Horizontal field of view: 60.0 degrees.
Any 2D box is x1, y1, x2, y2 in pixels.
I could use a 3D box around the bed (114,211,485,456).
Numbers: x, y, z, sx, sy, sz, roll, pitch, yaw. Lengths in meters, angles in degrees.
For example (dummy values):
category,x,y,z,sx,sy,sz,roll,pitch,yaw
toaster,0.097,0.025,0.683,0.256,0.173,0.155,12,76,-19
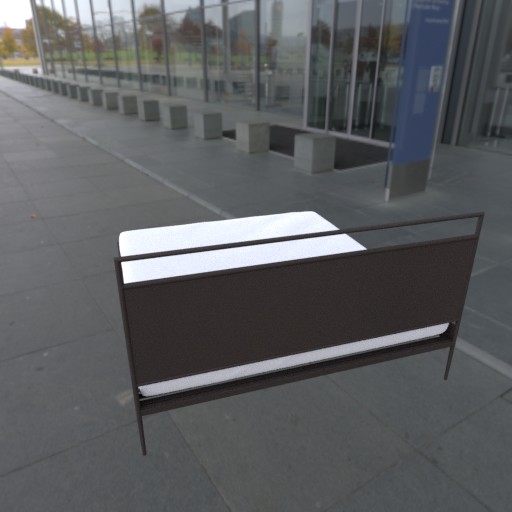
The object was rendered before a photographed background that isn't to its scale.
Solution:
category,x,y,z,sx,sy,sz,roll,pitch,yaw
bed,0.000,0.000,3.361,1.993,1.173,2.151,-8,25,-16
